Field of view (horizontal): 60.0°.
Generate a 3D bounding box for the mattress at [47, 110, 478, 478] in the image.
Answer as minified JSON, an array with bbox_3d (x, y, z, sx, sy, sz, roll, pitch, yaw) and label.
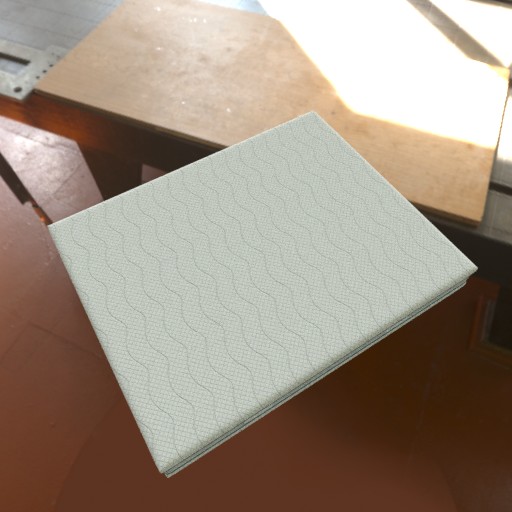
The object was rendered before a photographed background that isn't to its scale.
[{"bbox_3d":[0.000,0.000,2.696,2.000,0.230,1.600,-28,62,-17],"label":"mattress"}]
